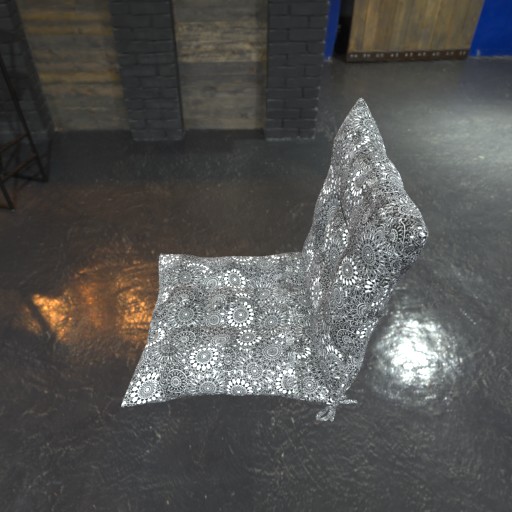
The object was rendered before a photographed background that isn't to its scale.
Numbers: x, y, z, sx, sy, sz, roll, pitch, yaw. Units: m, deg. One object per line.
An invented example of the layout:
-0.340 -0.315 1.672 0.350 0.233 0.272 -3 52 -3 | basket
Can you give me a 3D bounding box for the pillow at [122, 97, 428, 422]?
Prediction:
0.000 0.000 1.005 0.585 0.536 0.541 0 42 0 | pillow
